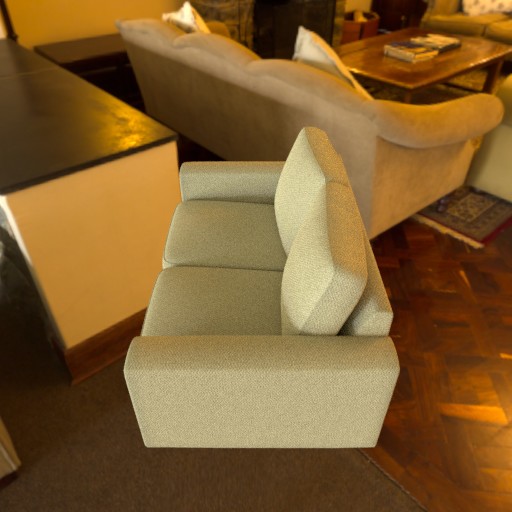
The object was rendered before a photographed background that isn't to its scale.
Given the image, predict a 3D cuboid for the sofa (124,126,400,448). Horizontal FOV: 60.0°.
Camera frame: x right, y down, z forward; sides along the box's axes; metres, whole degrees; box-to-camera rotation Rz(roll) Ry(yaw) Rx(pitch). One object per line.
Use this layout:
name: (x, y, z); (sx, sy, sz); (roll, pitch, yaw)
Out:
sofa: (0.000, 0.000, 2.252); (1.016, 0.873, 1.616); (0, 38, 0)
